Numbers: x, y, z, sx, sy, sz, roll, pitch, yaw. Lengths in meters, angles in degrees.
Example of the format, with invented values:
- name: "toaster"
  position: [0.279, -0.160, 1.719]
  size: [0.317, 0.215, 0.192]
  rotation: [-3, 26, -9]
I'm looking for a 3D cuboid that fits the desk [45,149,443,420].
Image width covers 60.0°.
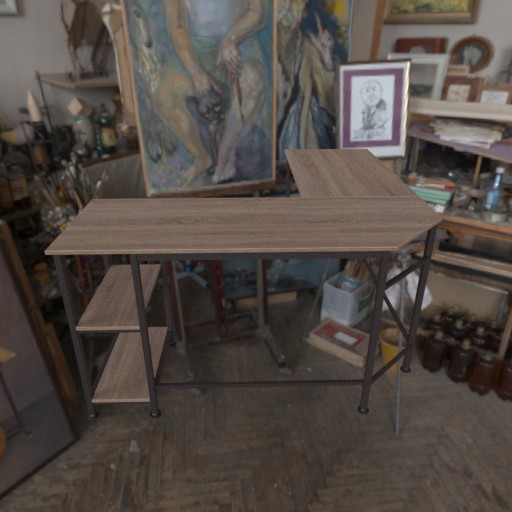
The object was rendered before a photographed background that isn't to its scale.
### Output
- name: "desk"
  position: [0.000, 0.000, 2.205]
  size: [1.379, 0.739, 1.379]
  rotation: [-1, 26, -1]
